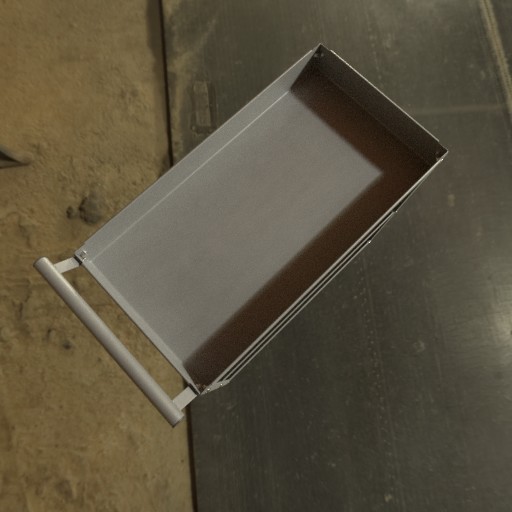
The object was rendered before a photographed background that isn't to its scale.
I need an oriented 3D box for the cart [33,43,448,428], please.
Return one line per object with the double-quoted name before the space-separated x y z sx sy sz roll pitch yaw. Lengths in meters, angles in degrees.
"cart" 0.000 0.000 1.163 0.719 0.780 0.366 -43 79 -10
